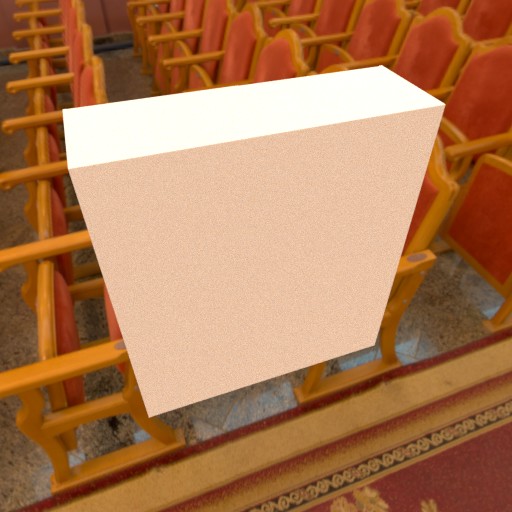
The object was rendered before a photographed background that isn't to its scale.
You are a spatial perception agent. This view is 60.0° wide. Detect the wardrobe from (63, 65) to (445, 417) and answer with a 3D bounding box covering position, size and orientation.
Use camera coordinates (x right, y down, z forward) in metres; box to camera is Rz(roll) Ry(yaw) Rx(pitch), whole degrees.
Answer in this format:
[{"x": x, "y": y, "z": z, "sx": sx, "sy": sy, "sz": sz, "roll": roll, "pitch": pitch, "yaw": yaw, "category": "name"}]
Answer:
[{"x": 0.000, "y": 0.000, "z": 2.906, "sx": 1.830, "sy": 2.020, "sz": 0.600, "roll": -14, "pitch": 44, "yaw": -15, "category": "wardrobe"}]
